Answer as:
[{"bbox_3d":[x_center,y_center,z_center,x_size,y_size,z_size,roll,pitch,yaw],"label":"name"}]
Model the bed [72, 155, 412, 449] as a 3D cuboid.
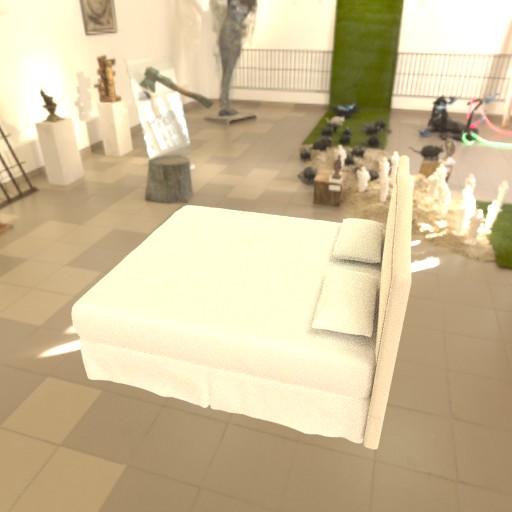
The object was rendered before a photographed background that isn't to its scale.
[{"bbox_3d":[0.000,0.000,3.541,2.182,1.421,2.083,8,30,14],"label":"bed"}]
